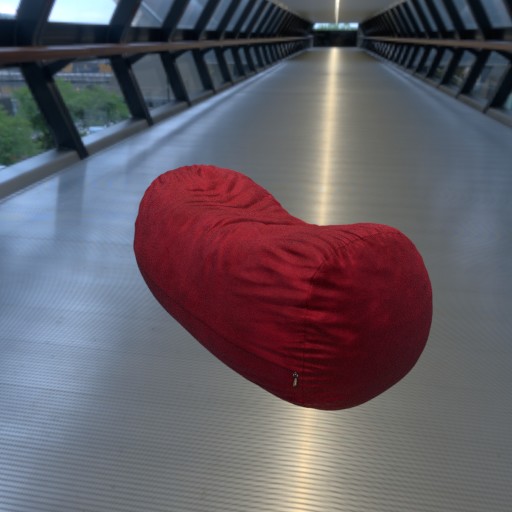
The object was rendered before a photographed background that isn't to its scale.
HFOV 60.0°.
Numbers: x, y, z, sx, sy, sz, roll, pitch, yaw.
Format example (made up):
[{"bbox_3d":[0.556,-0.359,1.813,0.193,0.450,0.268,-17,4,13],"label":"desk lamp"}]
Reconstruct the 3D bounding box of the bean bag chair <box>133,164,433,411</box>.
[{"bbox_3d":[0.000,0.000,2.851,1.216,0.867,2.293,-17,30,-33],"label":"bean bag chair"}]
